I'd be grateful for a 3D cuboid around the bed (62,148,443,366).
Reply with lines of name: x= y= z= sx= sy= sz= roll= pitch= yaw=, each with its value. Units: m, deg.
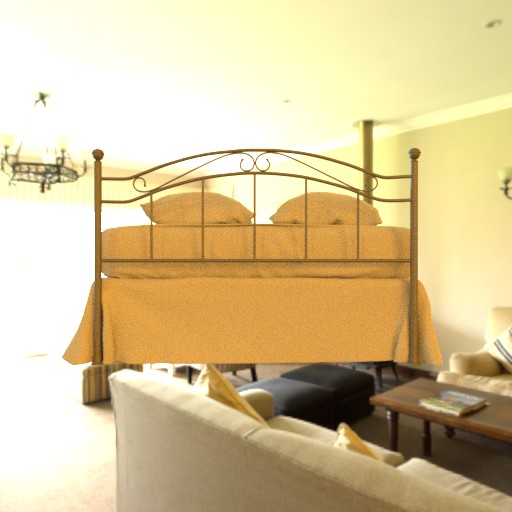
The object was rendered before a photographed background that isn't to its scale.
bed: x=0.000 y=0.000 z=3.269 sx=1.936 sy=1.080 sz=2.215 roll=0 pitch=0 yaw=1
